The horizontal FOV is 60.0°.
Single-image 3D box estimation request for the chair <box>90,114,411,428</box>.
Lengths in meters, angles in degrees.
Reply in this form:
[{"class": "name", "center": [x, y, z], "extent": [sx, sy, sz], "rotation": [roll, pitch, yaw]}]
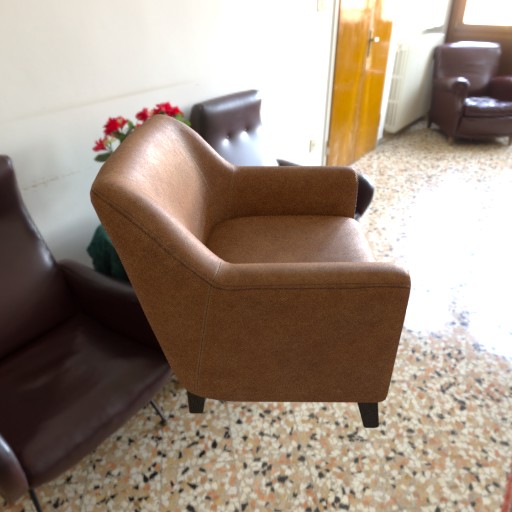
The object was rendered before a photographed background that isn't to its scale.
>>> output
[{"class": "chair", "center": [0.000, 0.000, 1.859], "extent": [1.034, 0.980, 1.037], "rotation": [0, 31, 0]}]
